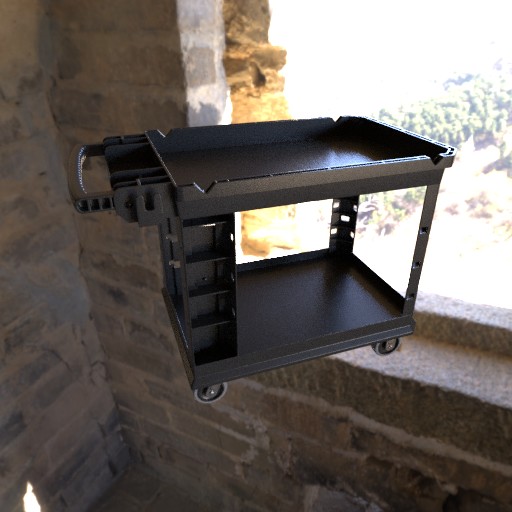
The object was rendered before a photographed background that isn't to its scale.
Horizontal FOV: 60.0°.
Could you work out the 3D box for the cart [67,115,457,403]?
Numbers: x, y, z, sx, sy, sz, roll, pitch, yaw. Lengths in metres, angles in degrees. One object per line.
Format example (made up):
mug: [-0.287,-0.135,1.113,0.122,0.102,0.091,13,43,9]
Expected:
cart: [0.000,0.000,1.751,1.239,0.884,0.674,-10,30,-17]
